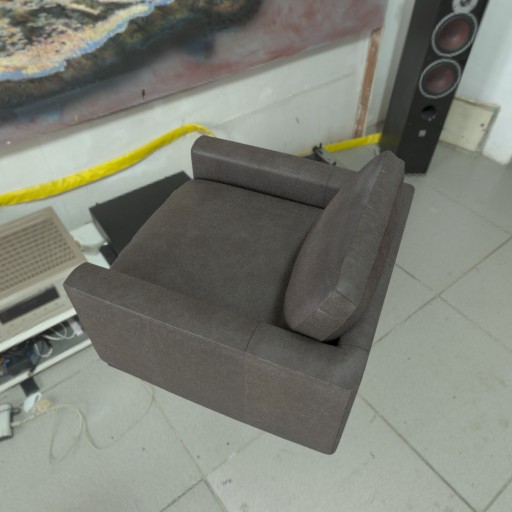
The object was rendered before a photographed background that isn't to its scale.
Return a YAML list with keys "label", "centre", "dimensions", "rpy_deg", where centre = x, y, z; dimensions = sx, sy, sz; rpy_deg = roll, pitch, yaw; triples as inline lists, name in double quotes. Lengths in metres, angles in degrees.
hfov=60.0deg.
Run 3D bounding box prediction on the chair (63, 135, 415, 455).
- label: "chair"
  centre: [0.000, 0.000, 1.861]
  dimensions: [1.080, 0.807, 1.106]
  rpy_deg: [17, 49, 15]
